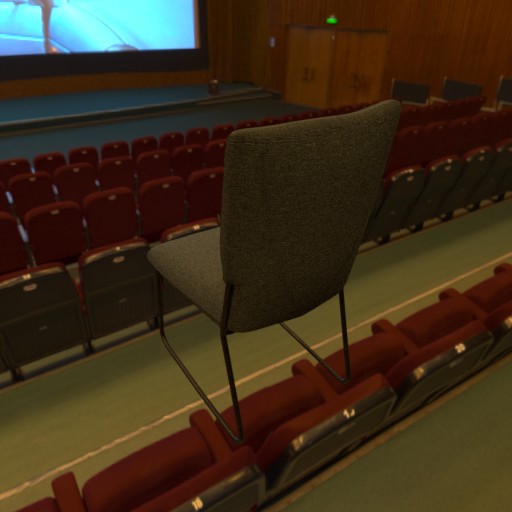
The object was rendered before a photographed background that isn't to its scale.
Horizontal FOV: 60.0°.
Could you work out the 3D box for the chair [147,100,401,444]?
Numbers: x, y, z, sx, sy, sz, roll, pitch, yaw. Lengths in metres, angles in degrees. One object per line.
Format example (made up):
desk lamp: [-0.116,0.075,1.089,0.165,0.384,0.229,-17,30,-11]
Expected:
chair: [0.000,0.000,1.306,0.480,0.931,0.635,-19,36,-28]
